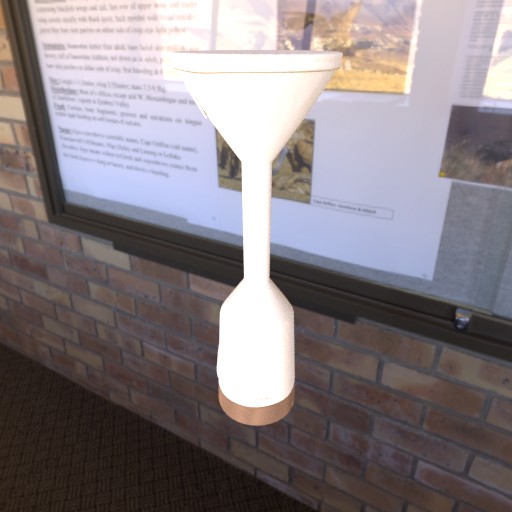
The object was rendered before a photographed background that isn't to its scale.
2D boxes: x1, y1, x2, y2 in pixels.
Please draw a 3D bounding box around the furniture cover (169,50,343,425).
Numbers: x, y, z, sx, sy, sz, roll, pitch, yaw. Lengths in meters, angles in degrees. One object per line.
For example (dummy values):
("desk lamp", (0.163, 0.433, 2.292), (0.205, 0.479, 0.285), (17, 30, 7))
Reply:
("furniture cover", (0.000, 0.000, 2.878), (0.914, 2.413, 0.914), (0, 26, -1))
